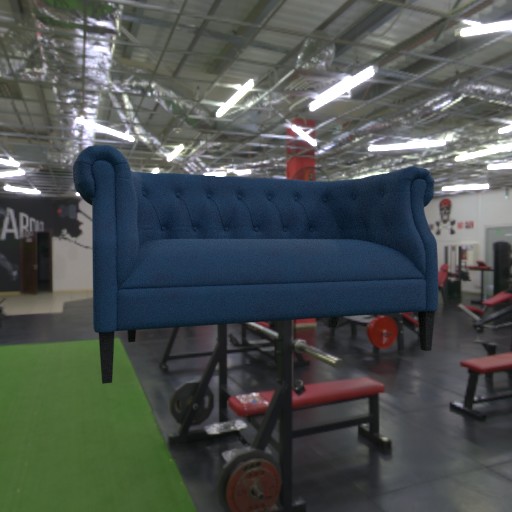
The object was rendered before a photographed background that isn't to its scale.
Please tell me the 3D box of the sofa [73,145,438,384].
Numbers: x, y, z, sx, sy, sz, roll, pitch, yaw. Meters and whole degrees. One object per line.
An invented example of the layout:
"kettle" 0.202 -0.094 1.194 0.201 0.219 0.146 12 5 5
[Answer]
"sofa" 0.000 0.000 2.071 1.558 0.827 0.835 -1 2 -20
